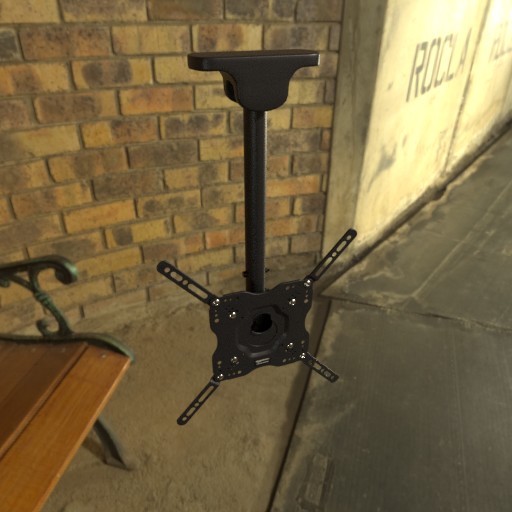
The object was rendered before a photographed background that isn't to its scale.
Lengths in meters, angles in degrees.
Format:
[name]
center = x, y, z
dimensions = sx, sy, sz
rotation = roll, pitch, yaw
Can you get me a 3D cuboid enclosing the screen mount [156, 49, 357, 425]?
[screen mount]
center = 0.000, 0.000, 0.871
dimensions = 0.393, 0.729, 0.090
rotation = -10, 31, -17
